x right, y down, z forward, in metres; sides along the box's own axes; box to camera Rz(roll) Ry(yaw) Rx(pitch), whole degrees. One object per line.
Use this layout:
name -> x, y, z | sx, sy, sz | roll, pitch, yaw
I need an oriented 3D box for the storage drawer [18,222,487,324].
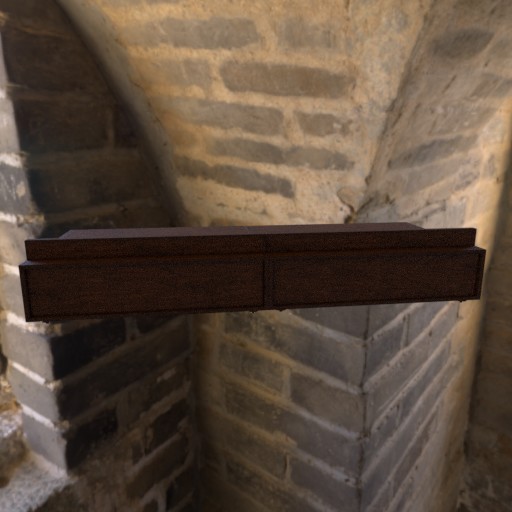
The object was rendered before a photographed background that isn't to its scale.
storage drawer -> 0.000, 0.000, 2.190 | 1.914, 0.339, 0.774 | -2, 14, -8
